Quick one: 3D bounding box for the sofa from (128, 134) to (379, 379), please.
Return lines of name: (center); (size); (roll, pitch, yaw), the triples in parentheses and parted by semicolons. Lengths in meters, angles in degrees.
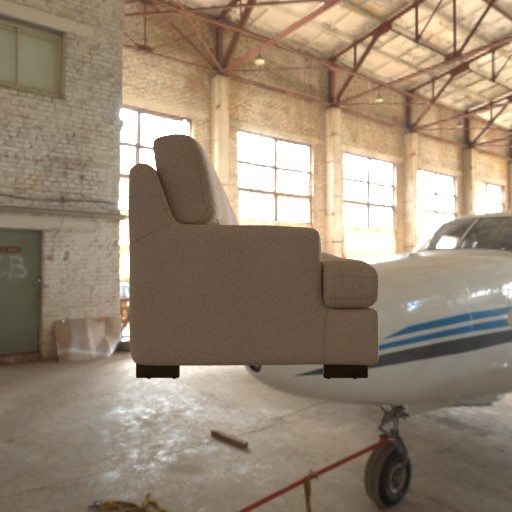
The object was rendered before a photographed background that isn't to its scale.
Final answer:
sofa: (0.000, 0.000, 2.654); (0.929, 0.925, 2.147); (0, -1, 0)
